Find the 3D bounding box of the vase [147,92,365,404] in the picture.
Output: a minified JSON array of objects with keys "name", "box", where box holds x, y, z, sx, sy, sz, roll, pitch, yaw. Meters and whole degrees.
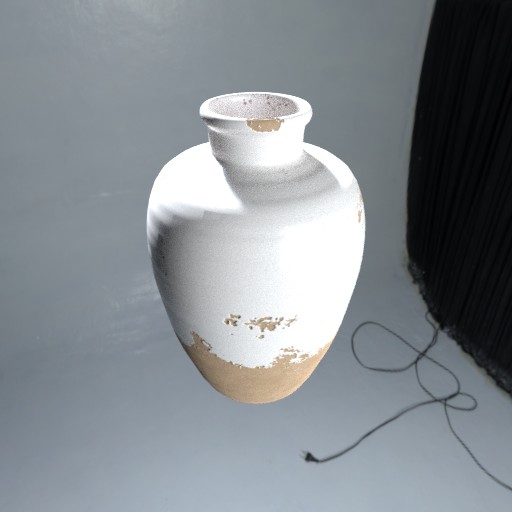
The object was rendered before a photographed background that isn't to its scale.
[{"name":"vase","box":[0.000,0.000,0.342,0.158,0.228,0.158,0,33,0]}]
